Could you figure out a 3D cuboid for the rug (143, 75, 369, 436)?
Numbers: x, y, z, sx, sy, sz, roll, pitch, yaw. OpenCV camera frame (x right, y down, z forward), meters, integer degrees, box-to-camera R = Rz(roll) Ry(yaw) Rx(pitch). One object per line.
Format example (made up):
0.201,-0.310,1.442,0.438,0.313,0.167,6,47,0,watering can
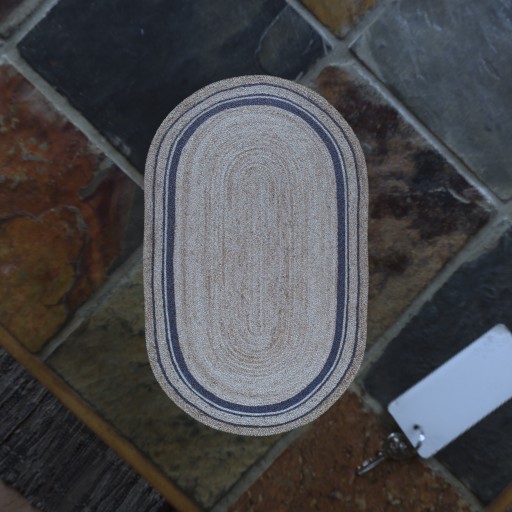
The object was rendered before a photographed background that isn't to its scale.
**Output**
0.000,0.000,2.990,1.520,0.006,2.432,0,90,0,rug
